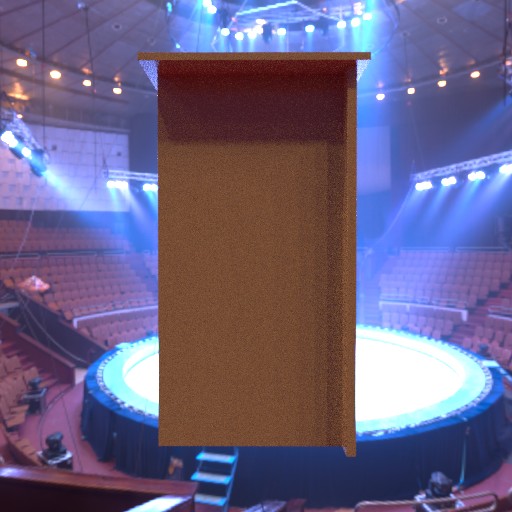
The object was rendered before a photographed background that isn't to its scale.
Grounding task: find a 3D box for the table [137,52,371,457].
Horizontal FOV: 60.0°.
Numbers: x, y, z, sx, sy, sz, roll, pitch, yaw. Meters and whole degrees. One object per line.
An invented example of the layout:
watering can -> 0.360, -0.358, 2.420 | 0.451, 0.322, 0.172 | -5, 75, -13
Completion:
table -> 0.000, 0.000, 1.063 | 0.406, 0.711, 0.589 | 0, 1, 0
